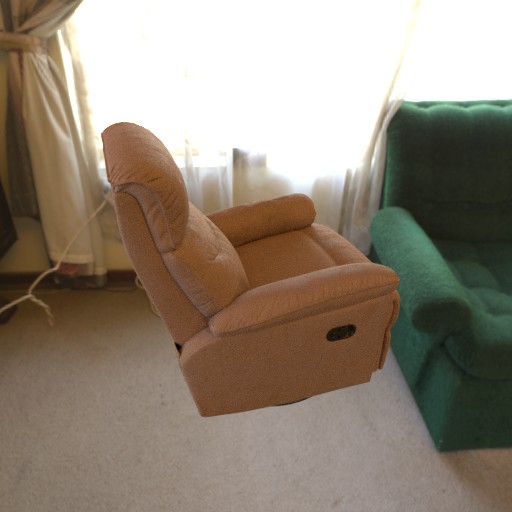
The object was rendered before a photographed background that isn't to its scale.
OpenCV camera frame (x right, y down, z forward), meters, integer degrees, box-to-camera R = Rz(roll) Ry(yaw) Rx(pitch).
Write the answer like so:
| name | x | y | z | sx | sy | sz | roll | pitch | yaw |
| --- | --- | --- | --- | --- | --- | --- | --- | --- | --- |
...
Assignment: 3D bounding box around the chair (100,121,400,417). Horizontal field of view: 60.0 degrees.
| name | x | y | z | sx | sy | sz | roll | pitch | yaw |
| --- | --- | --- | --- | --- | --- | --- | --- | --- | --- |
| chair | 0.000 | 0.000 | 1.753 | 1.004 | 1.037 | 0.820 | -10 | 32 | -16 |
